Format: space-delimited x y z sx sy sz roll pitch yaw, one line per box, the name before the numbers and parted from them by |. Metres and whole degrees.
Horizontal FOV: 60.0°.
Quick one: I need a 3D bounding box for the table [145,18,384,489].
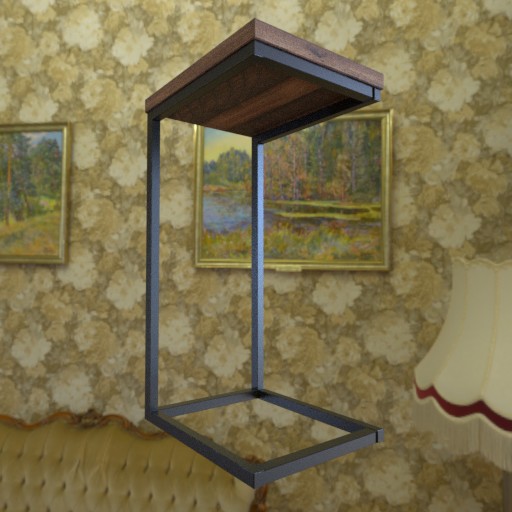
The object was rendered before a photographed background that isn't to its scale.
table | 0.000 0.000 0.931 0.323 0.718 0.414 2 -3 -37
